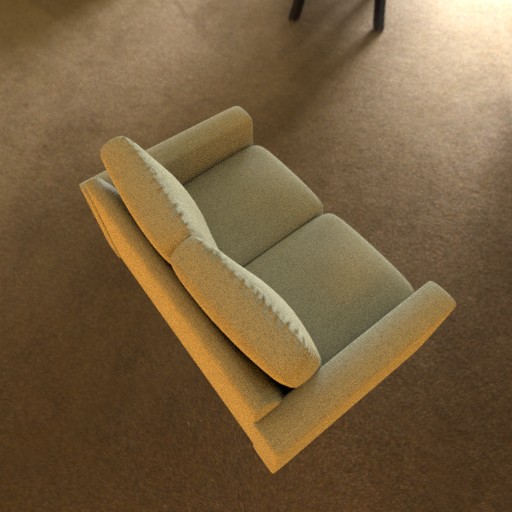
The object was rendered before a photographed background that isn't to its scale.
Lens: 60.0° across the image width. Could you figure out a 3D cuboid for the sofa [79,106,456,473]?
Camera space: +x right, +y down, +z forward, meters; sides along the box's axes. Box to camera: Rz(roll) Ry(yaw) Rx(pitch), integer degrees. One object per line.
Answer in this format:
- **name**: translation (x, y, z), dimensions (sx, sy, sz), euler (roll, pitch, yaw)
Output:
- **sofa**: translation (0.000, 0.000, 1.958), dimensions (0.917, 0.873, 1.420), euler (-33, 64, -19)
